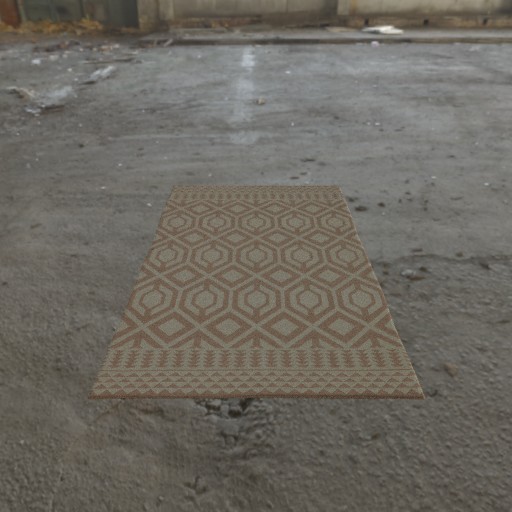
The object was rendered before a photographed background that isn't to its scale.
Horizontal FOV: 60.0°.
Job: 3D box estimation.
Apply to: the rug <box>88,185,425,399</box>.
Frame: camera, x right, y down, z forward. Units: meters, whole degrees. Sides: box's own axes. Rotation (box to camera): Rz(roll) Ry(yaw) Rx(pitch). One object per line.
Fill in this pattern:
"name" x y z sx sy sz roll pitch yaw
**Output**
"rug" 0.000 0.000 3.024 1.526 0.011 2.435 0 32 0
